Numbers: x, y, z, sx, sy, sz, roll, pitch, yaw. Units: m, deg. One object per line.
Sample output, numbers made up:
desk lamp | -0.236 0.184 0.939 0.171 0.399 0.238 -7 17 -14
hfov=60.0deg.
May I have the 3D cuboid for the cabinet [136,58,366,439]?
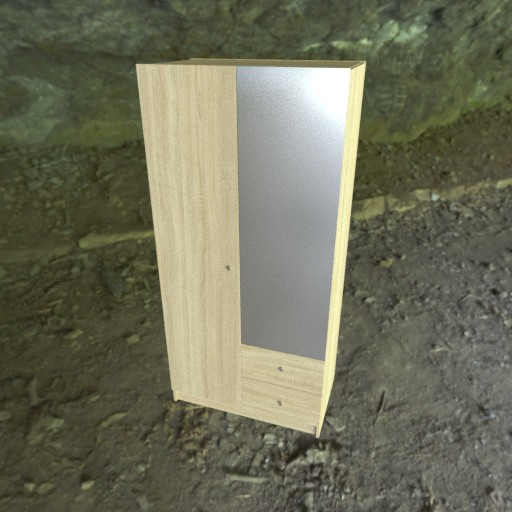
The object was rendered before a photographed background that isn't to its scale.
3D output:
cabinet | 0.000 0.000 2.646 1.001 2.121 0.590 8 28 16
